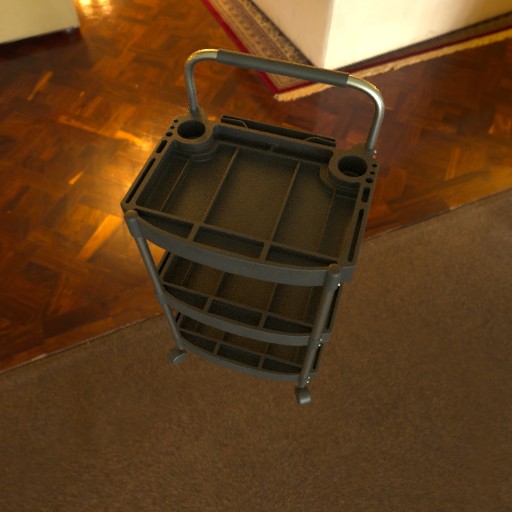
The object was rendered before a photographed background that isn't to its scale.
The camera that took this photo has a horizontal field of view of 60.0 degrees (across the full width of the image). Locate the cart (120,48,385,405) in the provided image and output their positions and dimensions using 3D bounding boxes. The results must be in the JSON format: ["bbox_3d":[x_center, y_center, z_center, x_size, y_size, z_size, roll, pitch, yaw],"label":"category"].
[{"bbox_3d":[0.000,0.000,1.374,0.584,1.075,0.518,15,58,10],"label":"cart"}]
